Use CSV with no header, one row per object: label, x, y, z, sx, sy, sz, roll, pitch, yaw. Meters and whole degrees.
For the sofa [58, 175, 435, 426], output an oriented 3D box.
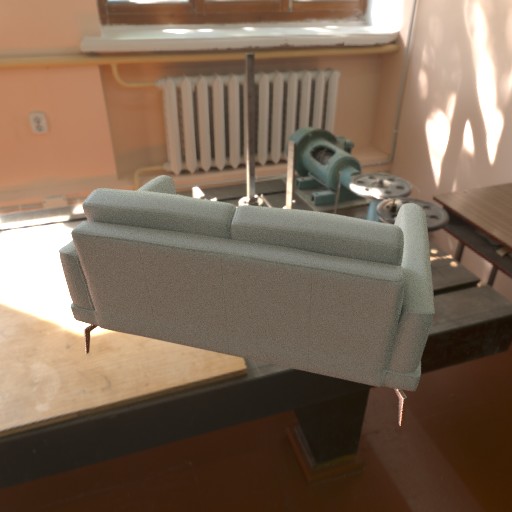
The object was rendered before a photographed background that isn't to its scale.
sofa,0.000,0.000,2.483,1.819,0.930,1.121,9,32,14
